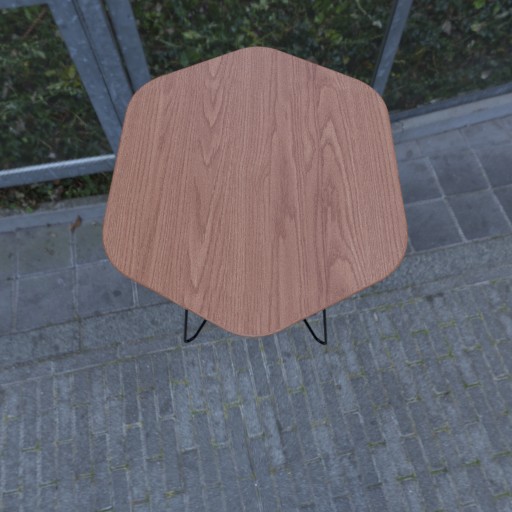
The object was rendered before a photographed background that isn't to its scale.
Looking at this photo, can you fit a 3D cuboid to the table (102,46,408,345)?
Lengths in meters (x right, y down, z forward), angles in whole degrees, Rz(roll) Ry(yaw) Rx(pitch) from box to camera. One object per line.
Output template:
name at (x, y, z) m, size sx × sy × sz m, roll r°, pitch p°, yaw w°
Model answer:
table at (0.000, 0.000, 0.875) m, size 0.400 × 0.562 × 0.500 m, roll 1°, pitch 63°, yaw 0°
